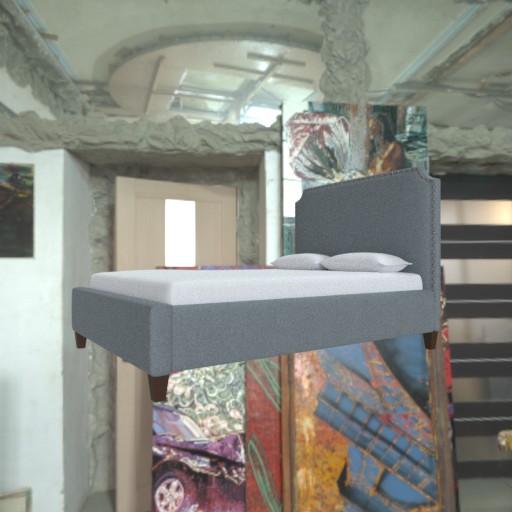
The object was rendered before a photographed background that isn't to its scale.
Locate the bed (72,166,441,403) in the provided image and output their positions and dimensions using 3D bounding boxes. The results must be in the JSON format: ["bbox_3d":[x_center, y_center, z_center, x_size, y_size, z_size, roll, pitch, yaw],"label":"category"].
[{"bbox_3d":[0.000,0.000,3.468,2.372,1.443,1.712,0,-1,-35],"label":"bed"}]
